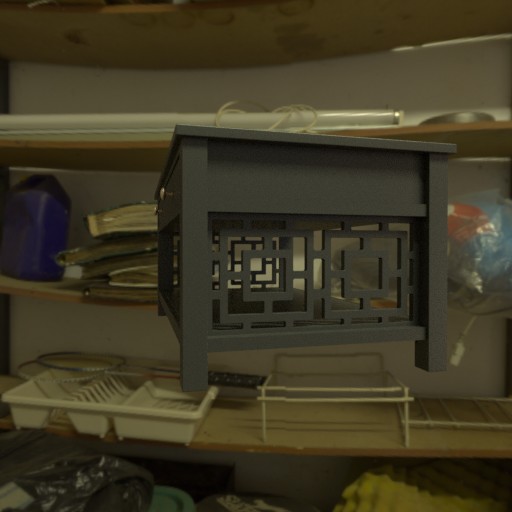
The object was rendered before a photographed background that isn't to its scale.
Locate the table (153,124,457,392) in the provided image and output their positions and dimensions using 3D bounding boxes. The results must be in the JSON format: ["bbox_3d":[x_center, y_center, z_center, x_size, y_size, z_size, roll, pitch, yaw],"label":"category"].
[{"bbox_3d":[0.000,0.000,1.397,0.612,0.493,1.068,0,1,-15],"label":"table"}]
